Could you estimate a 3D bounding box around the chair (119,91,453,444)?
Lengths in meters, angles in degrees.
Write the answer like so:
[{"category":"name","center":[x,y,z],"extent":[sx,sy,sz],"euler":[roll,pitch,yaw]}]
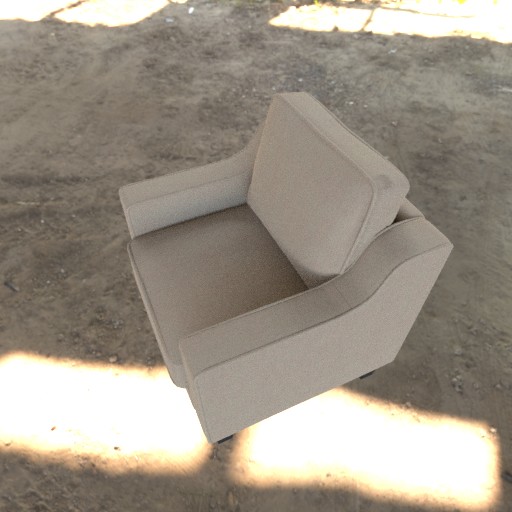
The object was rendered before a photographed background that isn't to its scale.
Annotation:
[{"category":"chair","center":[0.000,0.000,1.682],"extent":[0.882,0.948,0.922],"euler":[-18,49,-17]}]
